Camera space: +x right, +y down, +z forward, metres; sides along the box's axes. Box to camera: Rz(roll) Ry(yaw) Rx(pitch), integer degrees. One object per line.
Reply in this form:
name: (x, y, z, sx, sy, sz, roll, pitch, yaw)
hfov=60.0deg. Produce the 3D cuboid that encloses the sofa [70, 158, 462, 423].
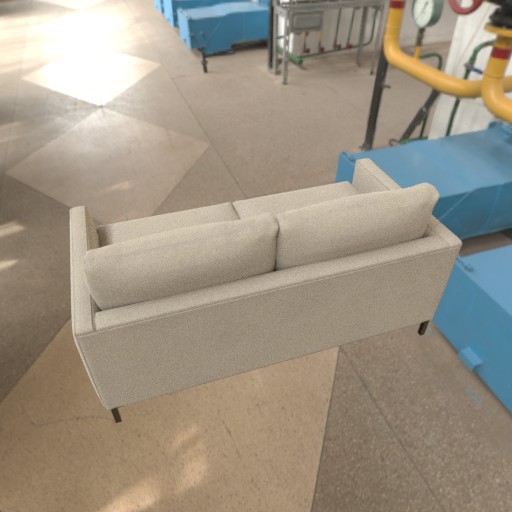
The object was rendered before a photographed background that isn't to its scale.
sofa: (0.000, 0.000, 2.202, 1.682, 0.840, 0.875, -12, 41, -14)
